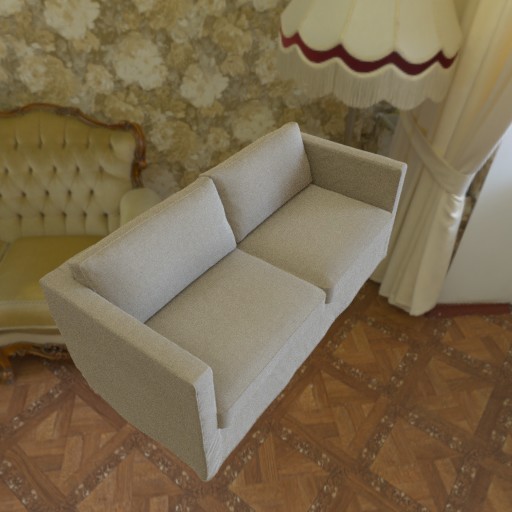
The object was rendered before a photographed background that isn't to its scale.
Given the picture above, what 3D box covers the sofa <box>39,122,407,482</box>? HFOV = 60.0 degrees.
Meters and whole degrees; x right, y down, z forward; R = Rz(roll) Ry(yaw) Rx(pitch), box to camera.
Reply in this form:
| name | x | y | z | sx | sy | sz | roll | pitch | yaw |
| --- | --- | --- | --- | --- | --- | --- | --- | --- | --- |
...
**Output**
| name | x | y | z | sx | sy | sz | roll | pitch | yaw |
| --- | --- | --- | --- | --- | --- | --- | --- | --- | --- |
| sofa | 0.000 | 0.000 | 2.501 | 0.956 | 0.847 | 1.987 | 25 | 46 | 27 |
